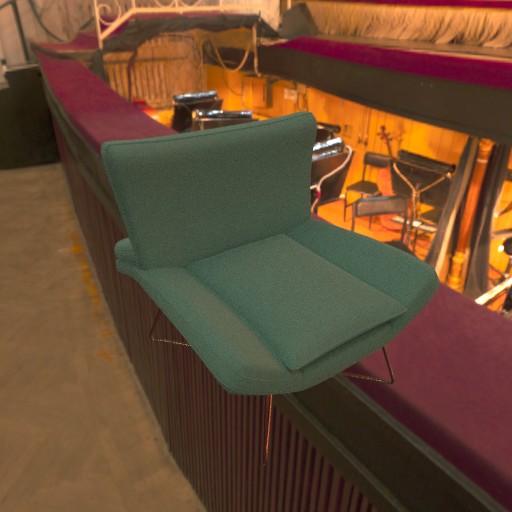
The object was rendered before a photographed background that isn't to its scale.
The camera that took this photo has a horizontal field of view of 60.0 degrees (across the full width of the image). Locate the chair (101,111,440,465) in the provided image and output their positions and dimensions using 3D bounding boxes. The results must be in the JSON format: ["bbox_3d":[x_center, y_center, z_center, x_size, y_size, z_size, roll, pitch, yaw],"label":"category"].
[{"bbox_3d":[0.000,0.000,1.615,0.859,0.855,1.008,-19,35,-30],"label":"chair"}]
